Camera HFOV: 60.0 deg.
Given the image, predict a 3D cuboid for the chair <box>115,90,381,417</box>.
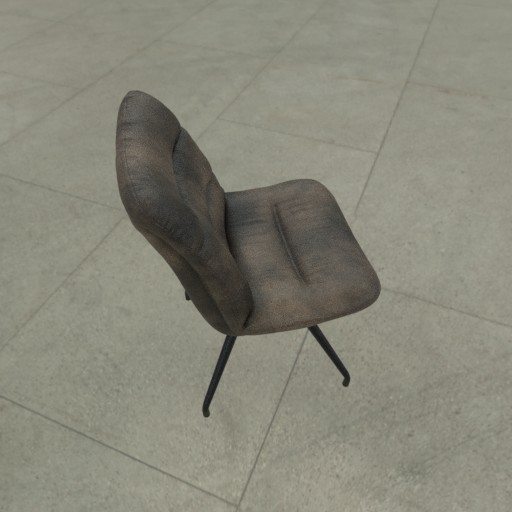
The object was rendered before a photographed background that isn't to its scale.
[{"bbox_3d":[0.000,0.000,1.286,0.622,0.870,0.549,-9,47,-9],"label":"chair"}]
